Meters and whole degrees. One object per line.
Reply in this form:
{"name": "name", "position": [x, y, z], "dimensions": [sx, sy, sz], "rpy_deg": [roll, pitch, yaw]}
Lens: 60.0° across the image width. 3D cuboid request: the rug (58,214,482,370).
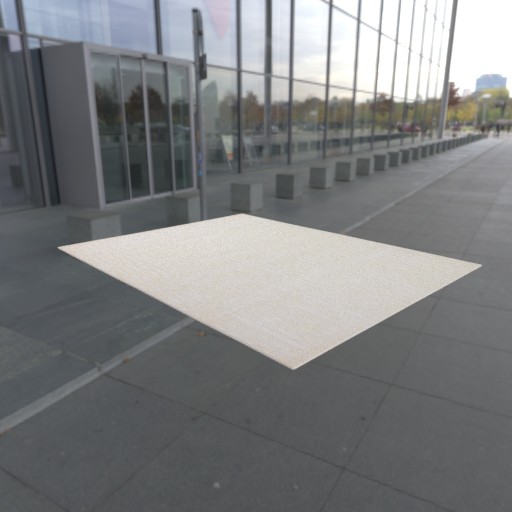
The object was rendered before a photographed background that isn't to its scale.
{"name": "rug", "position": [0.000, 0.000, 4.031], "dimensions": [2.410, 0.021, 3.055], "rpy_deg": [-15, 23, -41]}
